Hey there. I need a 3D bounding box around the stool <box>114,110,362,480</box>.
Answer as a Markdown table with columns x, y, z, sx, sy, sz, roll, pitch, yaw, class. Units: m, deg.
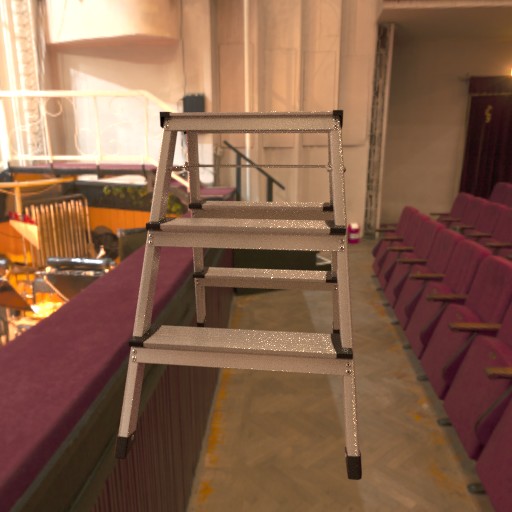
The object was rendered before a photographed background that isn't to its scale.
| x | y | z | sx | sy | sz | roll | pitch | yaw | class |
| --- | --- | --- | --- | --- | --- | --- | --- | --- | --- |
| 0.000 | 0.000 | 0.991 | 0.437 | 0.605 | 0.622 | 2 | 14 | 7 | stool |
